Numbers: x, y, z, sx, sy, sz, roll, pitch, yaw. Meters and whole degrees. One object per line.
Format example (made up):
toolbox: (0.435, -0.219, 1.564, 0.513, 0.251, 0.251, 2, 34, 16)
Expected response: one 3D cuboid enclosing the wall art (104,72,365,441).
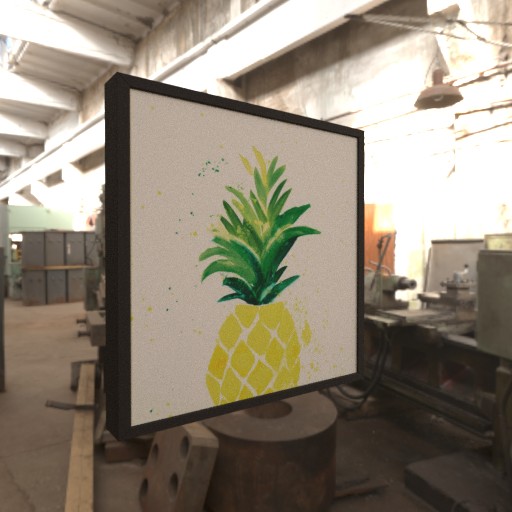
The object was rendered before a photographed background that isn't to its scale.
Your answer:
wall art: (0.000, 0.000, 0.467, 0.305, 0.304, 0.033, -1, 1, -36)
